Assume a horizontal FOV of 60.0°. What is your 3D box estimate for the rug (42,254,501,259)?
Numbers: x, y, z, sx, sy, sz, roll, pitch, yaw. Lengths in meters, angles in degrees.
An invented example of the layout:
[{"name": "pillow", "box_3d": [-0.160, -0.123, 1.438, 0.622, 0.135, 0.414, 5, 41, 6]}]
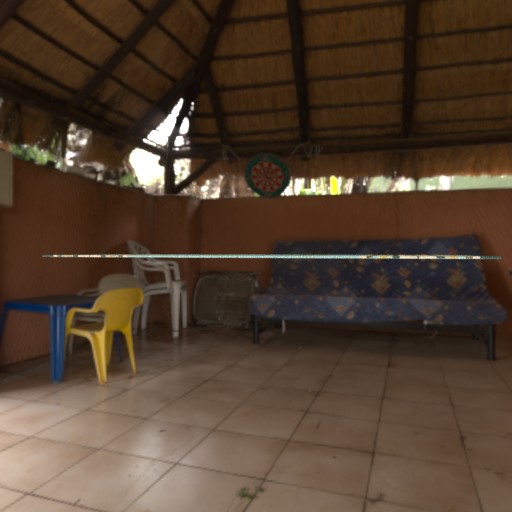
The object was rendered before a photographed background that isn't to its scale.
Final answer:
[{"name": "rug", "box_3d": [0.000, 0.000, 2.620, 2.441, 0.010, 0.744, 0, 1, 18]}]
